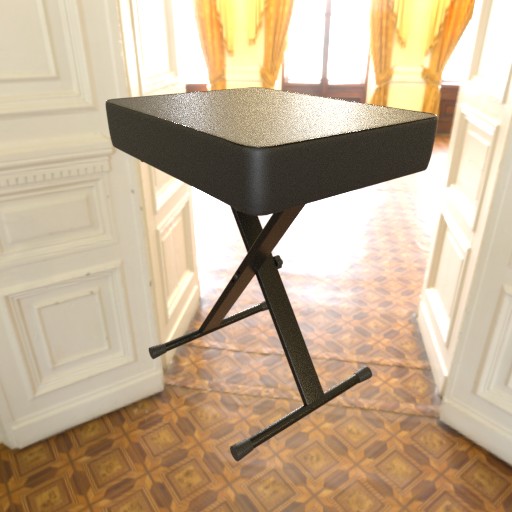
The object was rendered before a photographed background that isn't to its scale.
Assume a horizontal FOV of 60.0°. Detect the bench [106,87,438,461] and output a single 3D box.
[{"bbox_3d":[0.000,0.000,0.775,0.321,0.500,0.424,-19,32,-32],"label":"bench"}]
